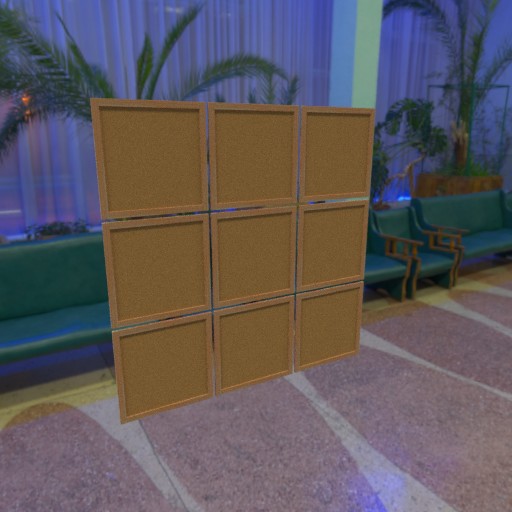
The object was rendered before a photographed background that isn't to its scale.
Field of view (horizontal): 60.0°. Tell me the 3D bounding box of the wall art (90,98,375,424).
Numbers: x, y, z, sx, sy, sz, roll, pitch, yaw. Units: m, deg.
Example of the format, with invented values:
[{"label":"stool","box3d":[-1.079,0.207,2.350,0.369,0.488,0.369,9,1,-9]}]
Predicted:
[{"label":"wall art","box3d":[0.000,0.000,2.337,1.521,1.519,0.013,-8,17,-28]}]
